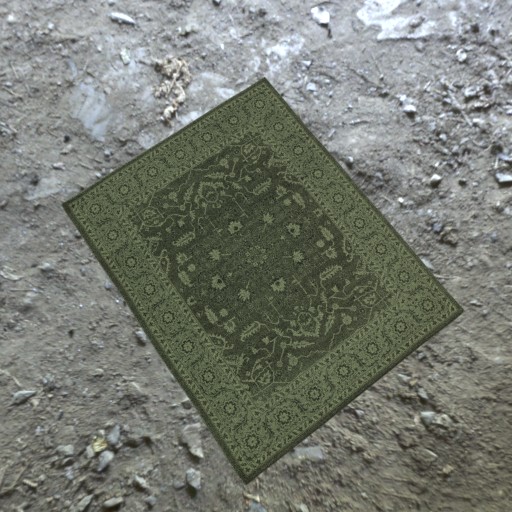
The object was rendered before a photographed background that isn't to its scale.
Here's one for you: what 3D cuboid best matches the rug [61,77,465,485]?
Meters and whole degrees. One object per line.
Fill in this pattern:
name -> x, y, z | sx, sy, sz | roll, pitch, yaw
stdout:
rug -> 0.000, 0.000, 4.142 | 2.451, 0.026, 3.069 | -35, 78, -9
